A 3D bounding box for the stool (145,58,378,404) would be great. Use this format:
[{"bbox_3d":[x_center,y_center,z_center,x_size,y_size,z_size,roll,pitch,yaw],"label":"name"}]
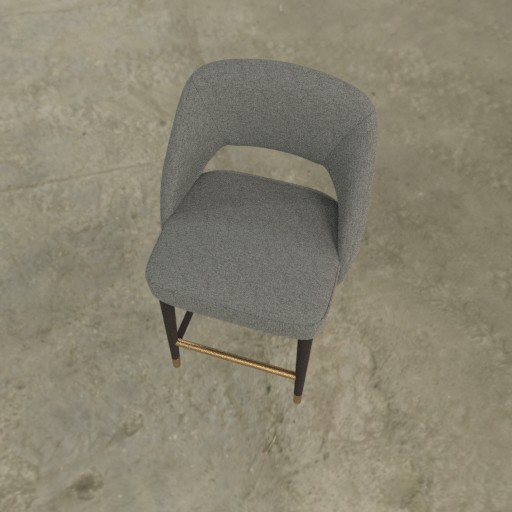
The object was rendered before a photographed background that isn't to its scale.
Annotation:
[{"bbox_3d":[0.000,0.000,1.281,0.536,0.925,0.524,14,60,8],"label":"stool"}]
